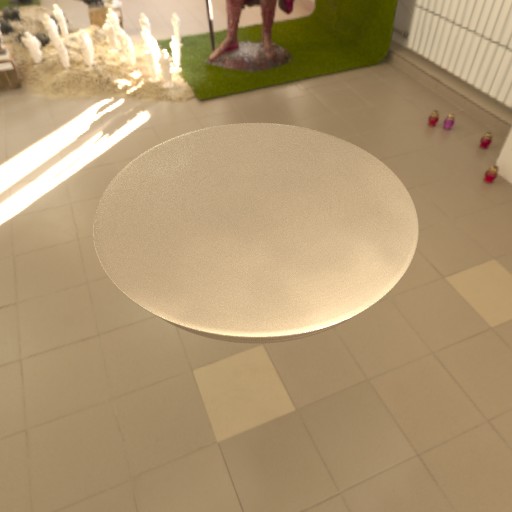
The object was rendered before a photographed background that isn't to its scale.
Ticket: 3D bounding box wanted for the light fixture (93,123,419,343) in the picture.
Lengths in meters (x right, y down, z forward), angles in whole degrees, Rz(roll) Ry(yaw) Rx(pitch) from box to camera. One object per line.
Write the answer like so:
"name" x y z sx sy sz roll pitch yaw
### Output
"light fixture" 0.000 0.000 0.441 0.280 0.135 0.280 0 46 0
